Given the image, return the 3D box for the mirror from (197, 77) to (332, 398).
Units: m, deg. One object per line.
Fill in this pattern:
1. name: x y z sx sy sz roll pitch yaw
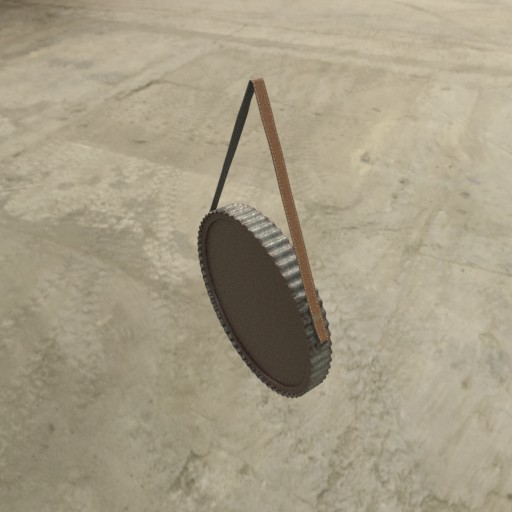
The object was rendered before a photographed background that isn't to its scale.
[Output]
1. mirror: 0.000 0.000 0.724 0.042 0.568 0.355 -24 46 -26
